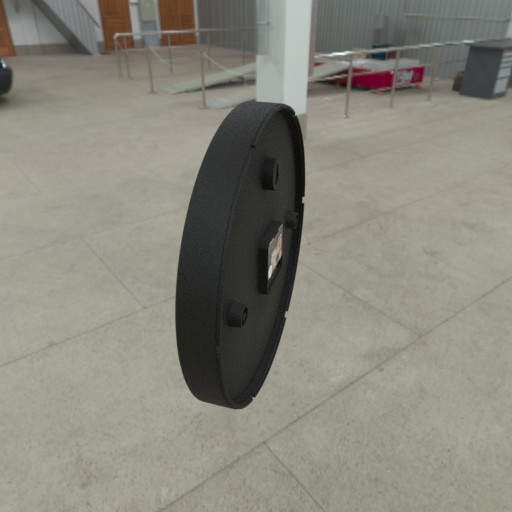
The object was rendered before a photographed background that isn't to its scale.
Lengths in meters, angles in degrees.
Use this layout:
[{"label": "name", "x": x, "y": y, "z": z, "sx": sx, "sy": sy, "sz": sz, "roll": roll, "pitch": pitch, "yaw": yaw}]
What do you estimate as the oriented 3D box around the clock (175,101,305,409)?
[{"label": "clock", "x": 0.000, "y": 0.000, "z": 0.446, "sx": 0.040, "sy": 0.293, "sz": 0.293, "roll": 9, "pitch": 32, "yaw": 15}]
